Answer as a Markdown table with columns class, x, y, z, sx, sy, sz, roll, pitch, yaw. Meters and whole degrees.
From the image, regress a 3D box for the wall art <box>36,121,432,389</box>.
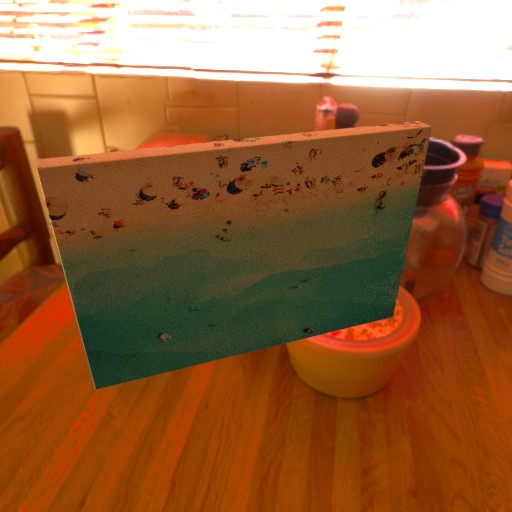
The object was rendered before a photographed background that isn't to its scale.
| class | x | y | z | sx | sy | sz | roll | pitch | yaw |
| --- | --- | --- | --- | --- | --- | --- | --- | --- | --- |
| wall art | 0.000 | 0.000 | 0.773 | 0.609 | 0.406 | 0.039 | -10 | 33 | -16 |
